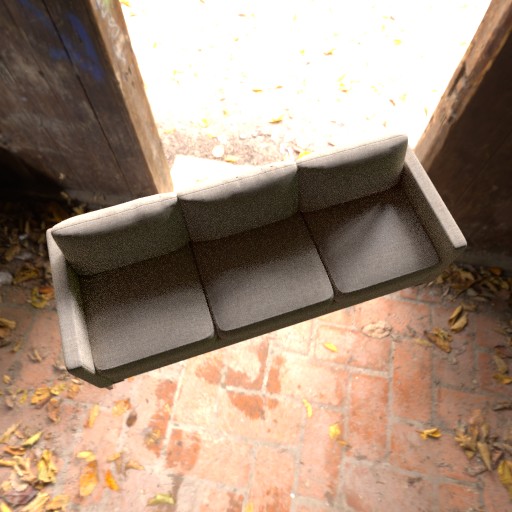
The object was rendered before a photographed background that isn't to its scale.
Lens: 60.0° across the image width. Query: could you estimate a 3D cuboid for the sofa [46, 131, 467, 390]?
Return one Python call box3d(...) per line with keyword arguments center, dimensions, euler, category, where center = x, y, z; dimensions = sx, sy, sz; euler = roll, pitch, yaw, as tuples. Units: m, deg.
box3d(center=(0.000, 0.000, 2.660), dimensions=(2.218, 0.874, 0.859), euler=(-17, 66, -8), category="sofa")
